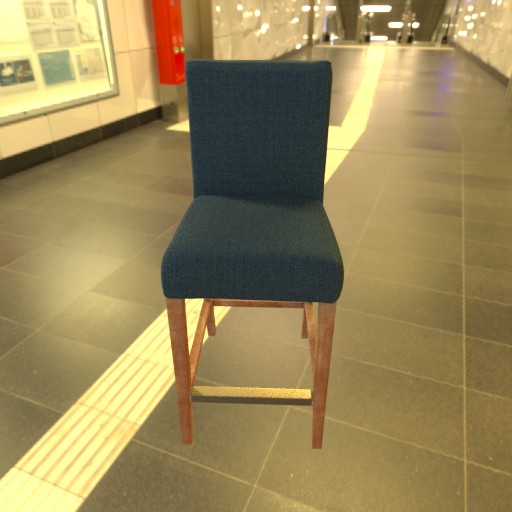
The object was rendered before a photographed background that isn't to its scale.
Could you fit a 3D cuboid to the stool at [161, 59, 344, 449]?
[{"bbox_3d":[0.000,0.000,1.334,0.454,1.039,0.567,1,30,2],"label":"stool"}]
